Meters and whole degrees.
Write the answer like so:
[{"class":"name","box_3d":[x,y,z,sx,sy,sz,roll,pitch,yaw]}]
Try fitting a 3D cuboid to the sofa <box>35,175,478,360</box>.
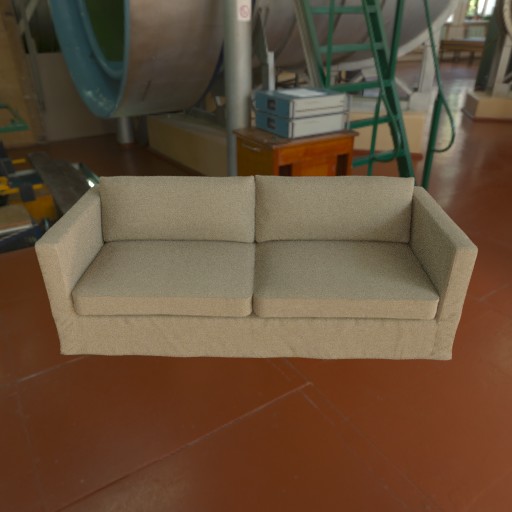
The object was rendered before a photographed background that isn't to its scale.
[{"class":"sofa","box_3d":[0.000,0.000,2.761,2.296,0.847,0.956,1,29,1]}]
